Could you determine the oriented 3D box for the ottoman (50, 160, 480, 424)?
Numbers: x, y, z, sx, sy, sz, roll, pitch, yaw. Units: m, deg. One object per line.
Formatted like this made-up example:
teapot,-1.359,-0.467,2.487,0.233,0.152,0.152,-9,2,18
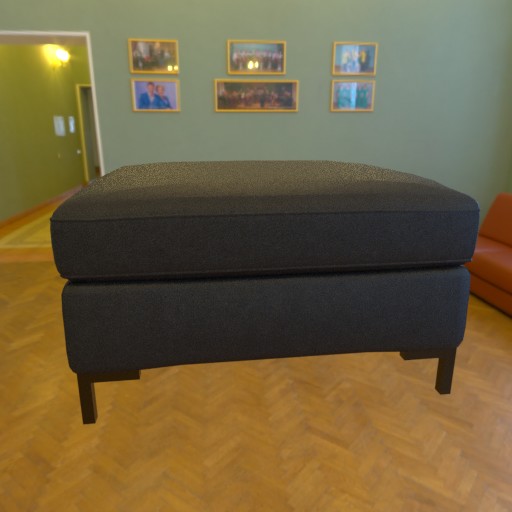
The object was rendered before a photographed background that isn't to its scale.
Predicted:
ottoman,0.000,0.000,1.697,1.187,0.696,0.967,-2,16,-7
